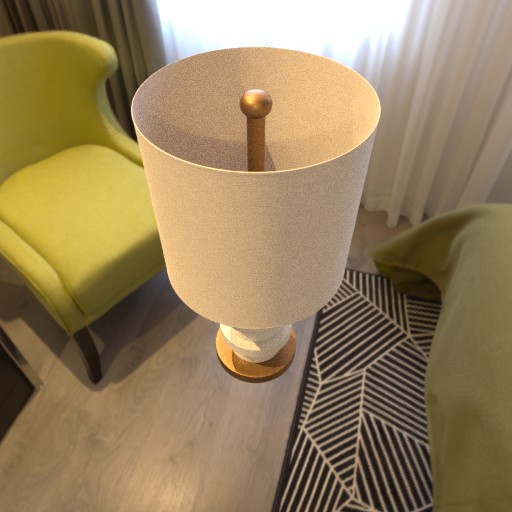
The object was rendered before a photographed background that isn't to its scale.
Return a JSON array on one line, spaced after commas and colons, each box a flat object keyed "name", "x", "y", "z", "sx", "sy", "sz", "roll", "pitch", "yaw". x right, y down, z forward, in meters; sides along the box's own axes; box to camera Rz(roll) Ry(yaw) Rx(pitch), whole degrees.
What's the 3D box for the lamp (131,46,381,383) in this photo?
[{"name": "lamp", "x": 0.000, "y": 0.000, "z": 0.527, "sx": 0.210, "sy": 0.410, "sz": 0.210, "roll": -11, "pitch": 49, "yaw": -10}]
